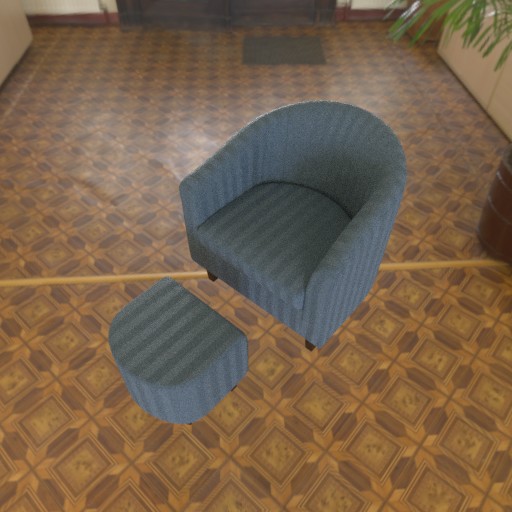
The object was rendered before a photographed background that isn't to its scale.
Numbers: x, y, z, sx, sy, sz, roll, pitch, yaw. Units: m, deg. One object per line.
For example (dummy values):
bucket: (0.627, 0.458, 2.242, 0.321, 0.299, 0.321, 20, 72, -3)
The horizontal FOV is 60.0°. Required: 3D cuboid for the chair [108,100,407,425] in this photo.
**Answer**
chair: (0.000, 0.000, 1.736, 0.756, 0.757, 1.288, 32, 54, 27)
